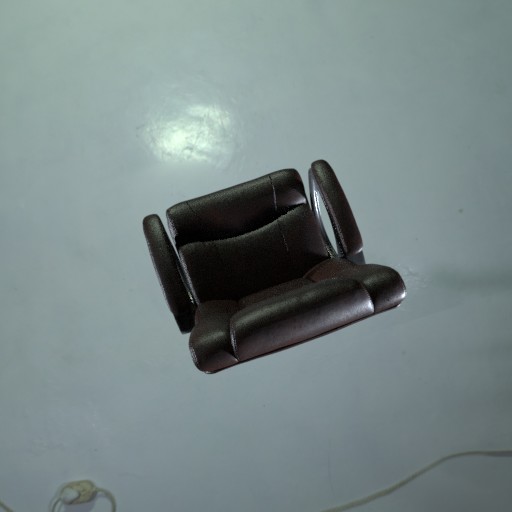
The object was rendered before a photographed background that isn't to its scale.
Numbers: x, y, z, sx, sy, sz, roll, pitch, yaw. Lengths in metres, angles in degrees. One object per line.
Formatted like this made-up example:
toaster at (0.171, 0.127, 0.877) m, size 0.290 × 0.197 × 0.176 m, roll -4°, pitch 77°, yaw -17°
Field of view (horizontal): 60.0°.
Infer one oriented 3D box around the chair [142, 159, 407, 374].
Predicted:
chair at (0.000, 0.000, 1.559) m, size 0.656 × 1.128 × 0.692 m, roll -19°, pitch 76°, yaw -5°
